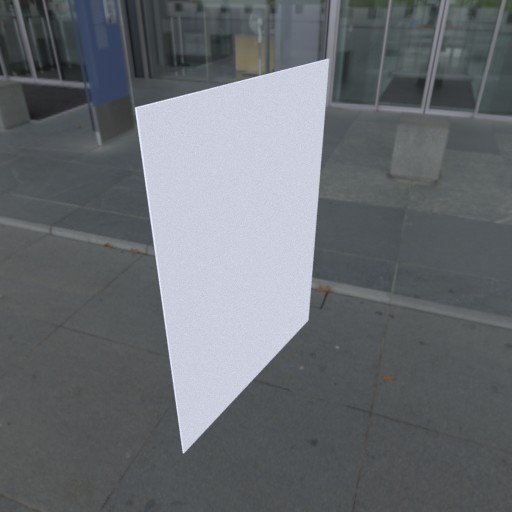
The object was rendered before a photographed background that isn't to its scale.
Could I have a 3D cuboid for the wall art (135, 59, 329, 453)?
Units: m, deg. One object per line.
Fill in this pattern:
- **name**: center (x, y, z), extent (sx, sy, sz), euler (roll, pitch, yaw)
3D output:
- **wall art**: center (0.000, 0.000, 0.804), extent (0.003, 0.610, 0.457), euler (20, 37, 29)
